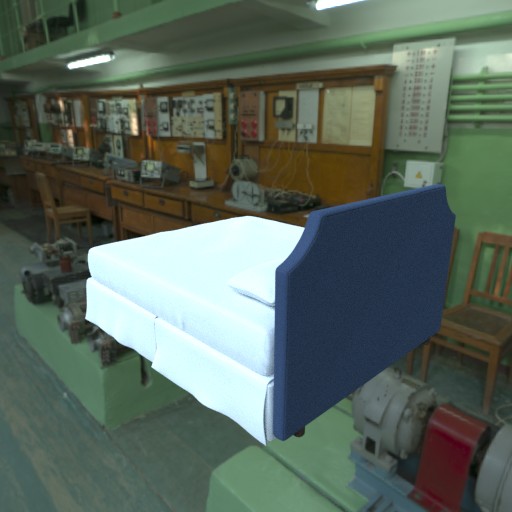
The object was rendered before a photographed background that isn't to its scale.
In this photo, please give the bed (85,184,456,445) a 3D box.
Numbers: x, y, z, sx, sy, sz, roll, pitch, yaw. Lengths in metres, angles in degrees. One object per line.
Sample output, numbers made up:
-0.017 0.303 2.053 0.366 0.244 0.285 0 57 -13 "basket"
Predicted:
0.000 0.000 4.229 2.350 1.488 2.773 -16 23 -41 "bed"
